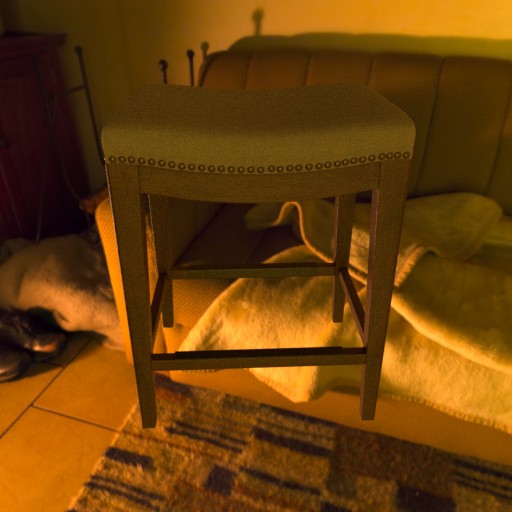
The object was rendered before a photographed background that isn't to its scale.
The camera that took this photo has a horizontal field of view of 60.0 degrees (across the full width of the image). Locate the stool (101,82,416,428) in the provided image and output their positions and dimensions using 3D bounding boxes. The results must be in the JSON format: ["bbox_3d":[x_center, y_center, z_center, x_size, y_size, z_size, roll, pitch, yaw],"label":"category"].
[{"bbox_3d":[0.000,0.000,0.953,0.508,0.660,0.356,-1,32,-2],"label":"stool"}]
